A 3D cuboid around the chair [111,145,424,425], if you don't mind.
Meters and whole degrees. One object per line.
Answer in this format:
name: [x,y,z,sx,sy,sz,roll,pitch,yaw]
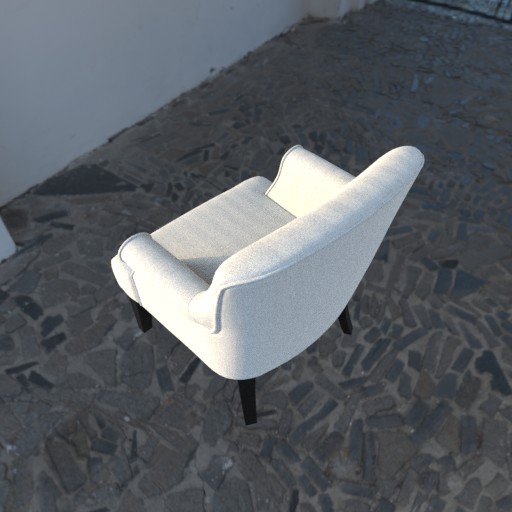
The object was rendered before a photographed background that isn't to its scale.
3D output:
chair: [0.000,0.000,1.490,0.781,0.875,0.750,-34,55,-28]
